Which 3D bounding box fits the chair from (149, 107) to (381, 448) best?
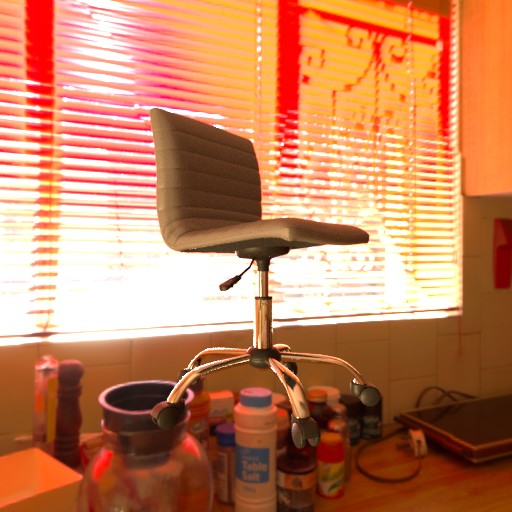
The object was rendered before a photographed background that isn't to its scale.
[{"bbox_3d":[0.000,0.000,1.140,0.542,0.750,0.569,0,0,37],"label":"chair"}]
